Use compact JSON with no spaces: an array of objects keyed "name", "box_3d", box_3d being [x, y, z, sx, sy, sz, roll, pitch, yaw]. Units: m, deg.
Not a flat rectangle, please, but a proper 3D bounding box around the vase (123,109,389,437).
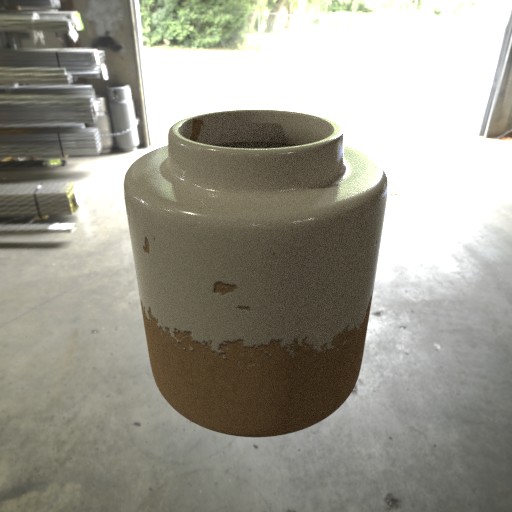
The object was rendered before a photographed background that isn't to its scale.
[{"name":"vase","box_3d":[0.000,0.000,0.289,0.153,0.167,0.153,0,30,0]}]
